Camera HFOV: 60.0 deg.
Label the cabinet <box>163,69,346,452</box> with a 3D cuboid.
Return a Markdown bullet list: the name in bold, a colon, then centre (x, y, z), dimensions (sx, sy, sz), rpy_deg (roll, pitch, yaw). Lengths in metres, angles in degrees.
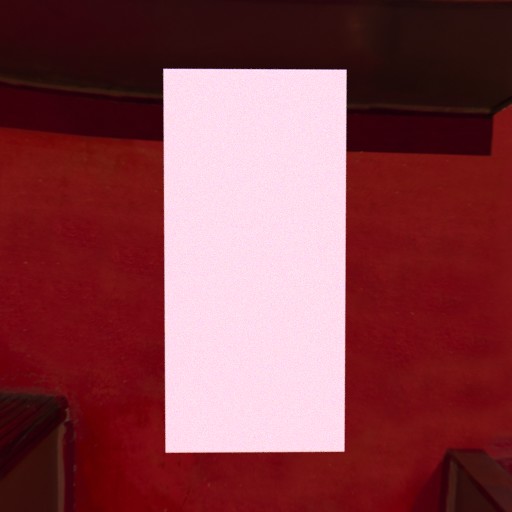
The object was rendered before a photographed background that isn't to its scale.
- **cabinet**: centre (0.000, 0.000, 1.102), dimensions (0.296, 0.815, 0.600), rpy_deg (0, 92, -1)
